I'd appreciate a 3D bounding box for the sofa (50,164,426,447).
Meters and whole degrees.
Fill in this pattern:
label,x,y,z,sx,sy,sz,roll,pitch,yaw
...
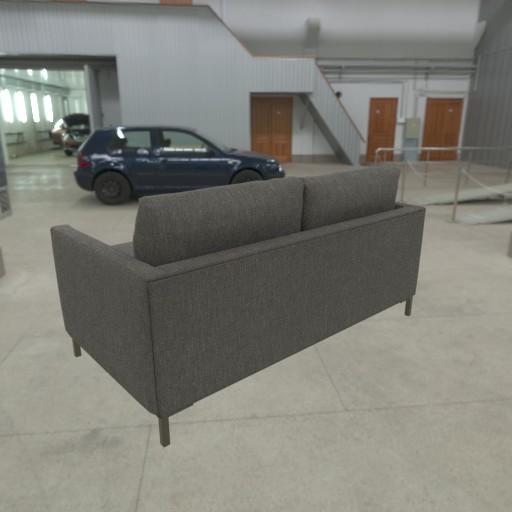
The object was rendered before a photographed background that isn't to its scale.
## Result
label,x,y,z,sx,sy,sz,roll,pitch,yaw
sofa,0.000,0.000,2.192,1.682,0.840,0.875,-15,23,-39
